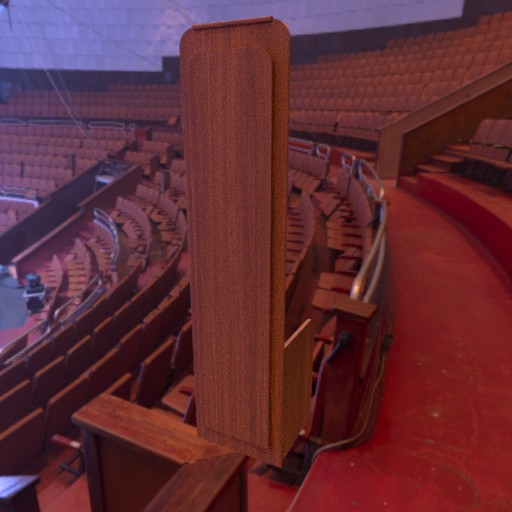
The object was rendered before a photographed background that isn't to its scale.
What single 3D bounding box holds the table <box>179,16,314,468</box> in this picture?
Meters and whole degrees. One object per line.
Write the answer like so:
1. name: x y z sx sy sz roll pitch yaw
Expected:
1. table: 0.000 0.000 1.985 0.450 1.830 0.420 9 19 26
